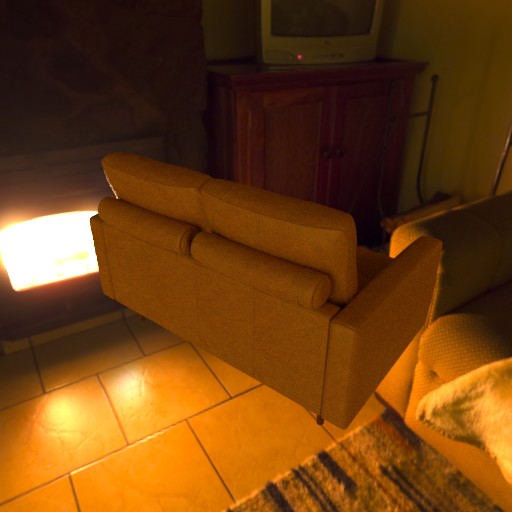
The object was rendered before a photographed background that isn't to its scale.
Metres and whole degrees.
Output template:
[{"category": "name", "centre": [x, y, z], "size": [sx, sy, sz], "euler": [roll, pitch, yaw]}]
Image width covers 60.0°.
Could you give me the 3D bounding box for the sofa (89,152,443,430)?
[{"category": "sofa", "centre": [0.000, 0.000, 2.045], "size": [1.430, 0.898, 0.868], "euler": [21, 35, 33]}]
